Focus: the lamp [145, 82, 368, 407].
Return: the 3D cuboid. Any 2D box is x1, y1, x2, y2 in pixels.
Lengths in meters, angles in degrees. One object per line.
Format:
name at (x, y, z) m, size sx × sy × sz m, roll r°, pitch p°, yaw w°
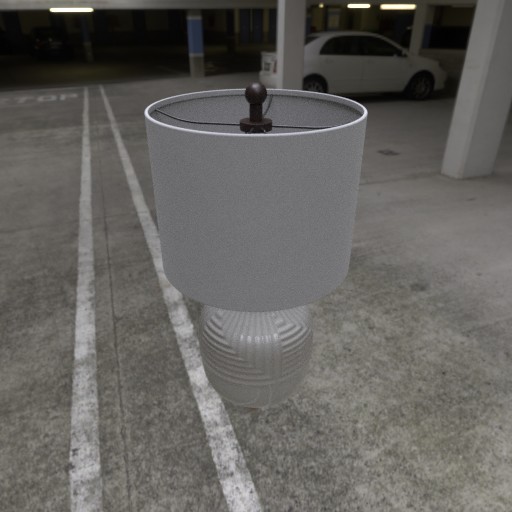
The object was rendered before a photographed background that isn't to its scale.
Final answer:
lamp at (0.000, 0.000, 0.768) m, size 0.318 × 0.567 × 0.318 m, roll 0°, pitch 30°, yaw 0°
